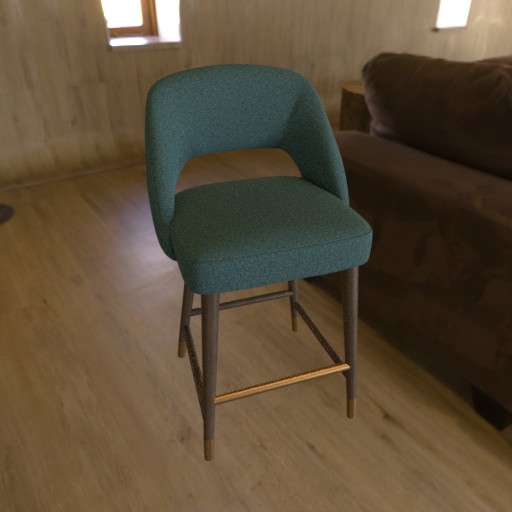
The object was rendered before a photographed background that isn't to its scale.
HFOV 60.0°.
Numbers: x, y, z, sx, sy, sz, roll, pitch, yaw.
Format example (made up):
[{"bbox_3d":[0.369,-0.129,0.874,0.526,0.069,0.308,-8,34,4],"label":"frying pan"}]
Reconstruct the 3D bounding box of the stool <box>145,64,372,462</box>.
[{"bbox_3d":[0.000,0.000,1.243,0.536,0.939,0.522,-10,32,-16],"label":"stool"}]
